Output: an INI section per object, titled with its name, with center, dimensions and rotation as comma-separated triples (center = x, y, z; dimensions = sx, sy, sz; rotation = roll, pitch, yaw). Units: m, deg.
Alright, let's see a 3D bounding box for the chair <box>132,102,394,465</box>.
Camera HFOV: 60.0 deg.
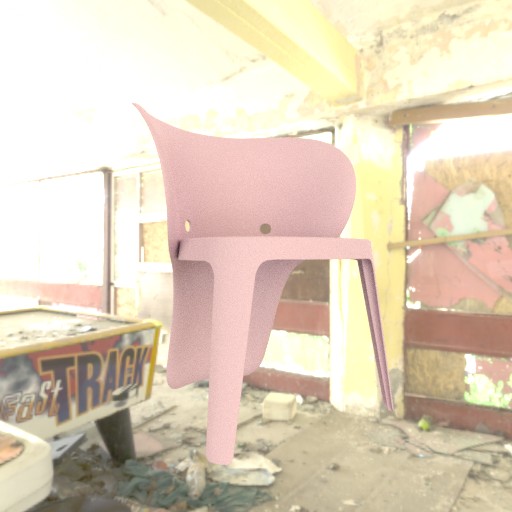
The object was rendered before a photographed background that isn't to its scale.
[chair]
center = 0.000, 0.000, 0.832
dimensions = 0.451, 0.554, 0.402
rotation = 0, 0, -35
